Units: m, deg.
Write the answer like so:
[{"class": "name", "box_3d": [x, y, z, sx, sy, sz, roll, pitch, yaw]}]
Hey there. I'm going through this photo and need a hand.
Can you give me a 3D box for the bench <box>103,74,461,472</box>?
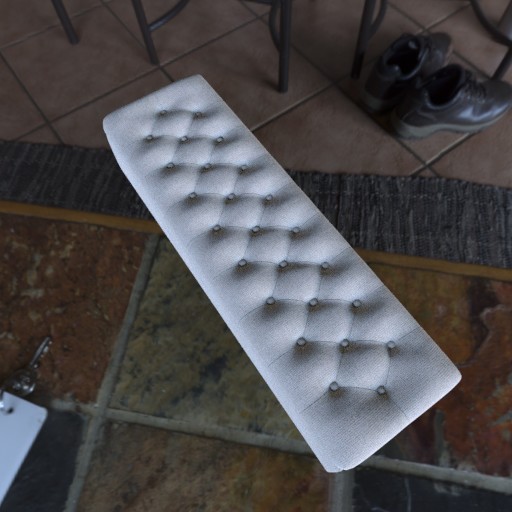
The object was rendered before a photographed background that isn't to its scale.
[{"class": "bench", "box_3d": [0.000, 0.000, 1.657, 0.455, 0.467, 1.480, -32, 68, -14]}]
